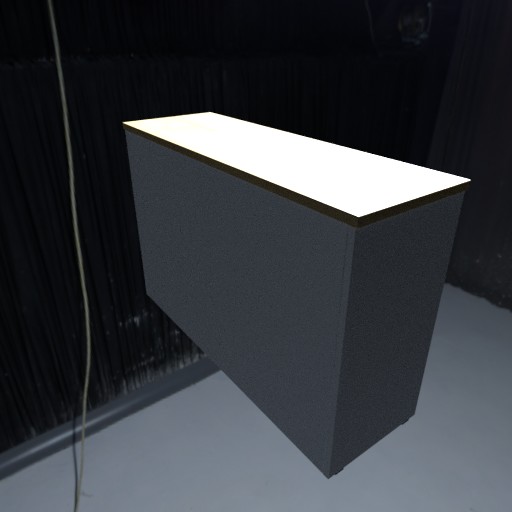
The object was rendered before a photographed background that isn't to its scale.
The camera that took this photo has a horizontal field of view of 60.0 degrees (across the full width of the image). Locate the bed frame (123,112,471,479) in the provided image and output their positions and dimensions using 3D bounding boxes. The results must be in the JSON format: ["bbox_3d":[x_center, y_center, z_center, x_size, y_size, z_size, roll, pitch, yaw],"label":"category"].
[{"bbox_3d":[0.000,0.000,1.698,0.430,0.850,1.300,-19,33,-32],"label":"bed frame"}]
